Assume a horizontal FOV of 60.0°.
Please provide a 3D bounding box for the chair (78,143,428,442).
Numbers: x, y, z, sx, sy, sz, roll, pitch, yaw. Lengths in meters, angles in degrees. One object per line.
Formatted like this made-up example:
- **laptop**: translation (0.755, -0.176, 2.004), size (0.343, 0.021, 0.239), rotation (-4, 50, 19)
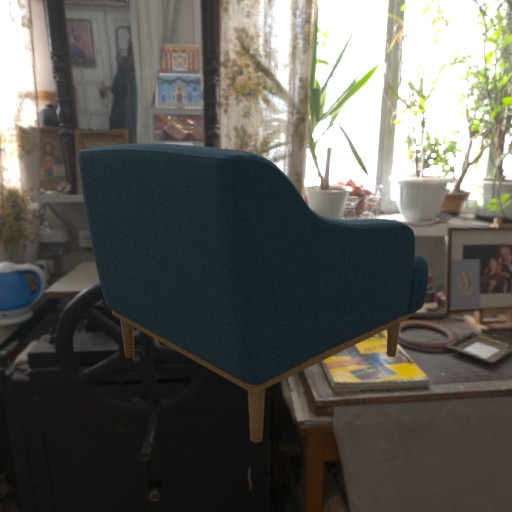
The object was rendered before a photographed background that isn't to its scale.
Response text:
- **chair**: translation (0.000, 0.000, 1.649), size (0.951, 0.818, 0.946), rotation (-14, 21, -43)
